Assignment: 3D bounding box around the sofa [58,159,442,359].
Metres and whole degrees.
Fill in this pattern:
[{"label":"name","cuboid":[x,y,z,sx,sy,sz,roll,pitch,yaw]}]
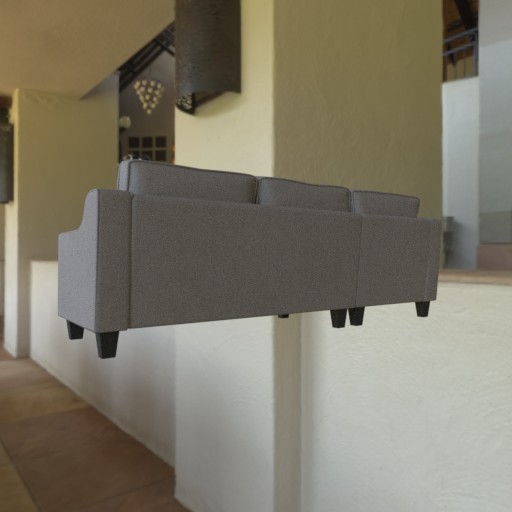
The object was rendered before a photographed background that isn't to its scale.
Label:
[{"label":"sofa","cuboid":[0.000,0.000,3.129,2.561,0.928,1.294,0,0,-35]}]
